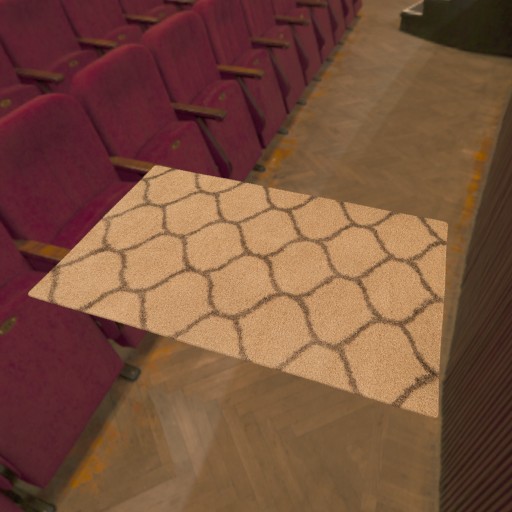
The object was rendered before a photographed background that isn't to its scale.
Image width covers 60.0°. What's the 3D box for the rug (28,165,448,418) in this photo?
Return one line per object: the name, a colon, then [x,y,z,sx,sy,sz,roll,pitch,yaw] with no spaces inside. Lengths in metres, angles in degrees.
rug: [0.000,0.000,3.336,2.701,0.026,1.801,13,44,14]
